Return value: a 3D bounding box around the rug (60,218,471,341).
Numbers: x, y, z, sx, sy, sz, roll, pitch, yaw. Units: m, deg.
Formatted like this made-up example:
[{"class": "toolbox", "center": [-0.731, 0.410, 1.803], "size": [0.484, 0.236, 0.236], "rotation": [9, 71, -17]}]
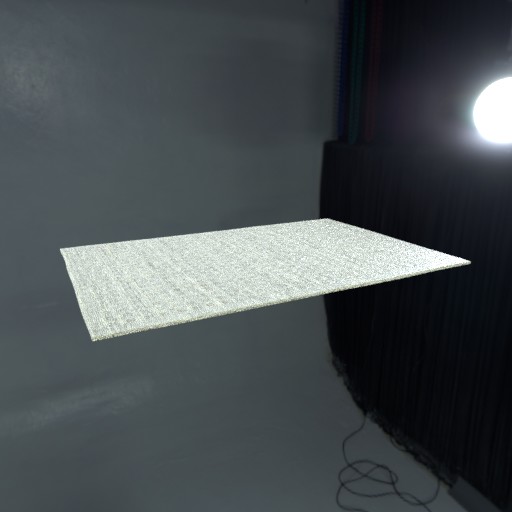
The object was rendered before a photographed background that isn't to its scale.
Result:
[{"class": "rug", "center": [0.000, 0.000, 2.953], "size": [2.297, 0.018, 1.532], "rotation": [-8, 18, -26]}]
